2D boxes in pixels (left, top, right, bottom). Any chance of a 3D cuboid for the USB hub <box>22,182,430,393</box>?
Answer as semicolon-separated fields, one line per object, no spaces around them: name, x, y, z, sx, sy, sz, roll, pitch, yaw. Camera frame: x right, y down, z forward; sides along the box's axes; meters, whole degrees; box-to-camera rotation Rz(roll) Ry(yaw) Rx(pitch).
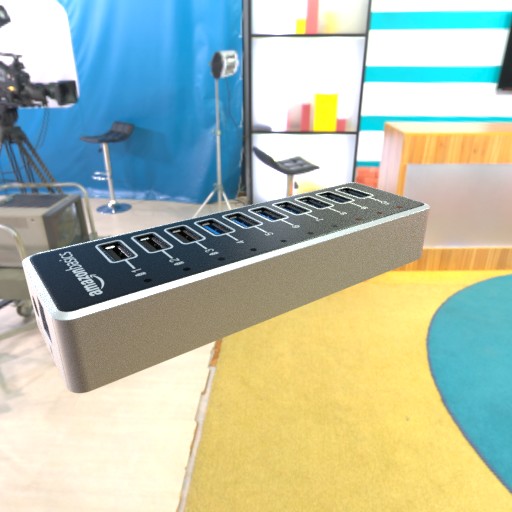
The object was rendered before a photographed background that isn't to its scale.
USB hub;0.000;0.000;0.161;0.145;0.023;0.044;-17;30;-32
